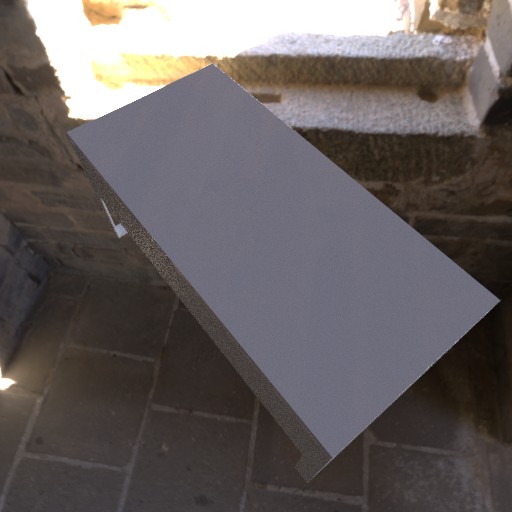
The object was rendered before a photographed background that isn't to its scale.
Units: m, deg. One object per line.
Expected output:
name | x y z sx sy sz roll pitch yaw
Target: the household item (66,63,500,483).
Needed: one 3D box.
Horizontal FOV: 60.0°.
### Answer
household item | 0.000 0.000 2.065 0.800 0.745 1.700 -34 64 -19
